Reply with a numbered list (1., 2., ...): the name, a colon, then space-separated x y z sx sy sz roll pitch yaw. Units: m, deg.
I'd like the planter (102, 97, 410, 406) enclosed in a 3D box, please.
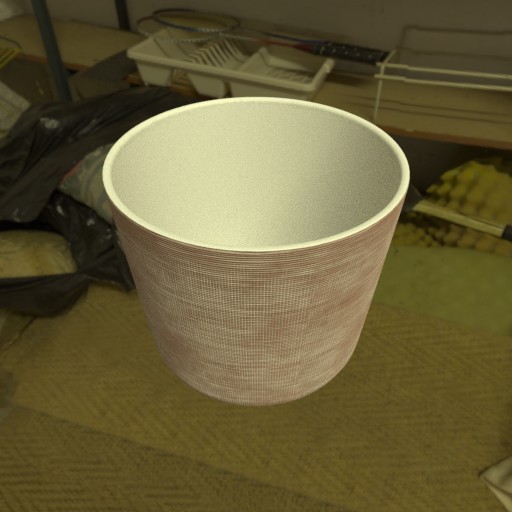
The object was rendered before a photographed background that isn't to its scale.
1. planter: 0.000 0.000 0.784 0.440 0.398 0.440 0 41 0
